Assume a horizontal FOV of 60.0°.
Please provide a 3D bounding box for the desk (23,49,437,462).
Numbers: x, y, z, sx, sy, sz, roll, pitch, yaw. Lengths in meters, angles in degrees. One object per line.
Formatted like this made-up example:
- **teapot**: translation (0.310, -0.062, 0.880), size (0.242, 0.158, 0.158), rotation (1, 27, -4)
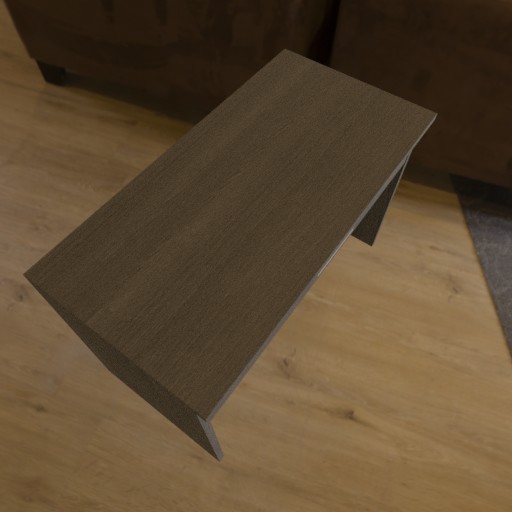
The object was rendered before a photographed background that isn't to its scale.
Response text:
- **desk**: translation (0.000, 0.000, 1.500), size (0.557, 0.729, 1.099), rotation (32, 63, 18)
